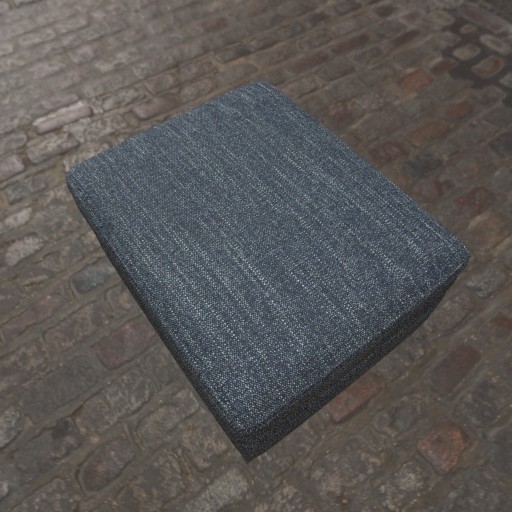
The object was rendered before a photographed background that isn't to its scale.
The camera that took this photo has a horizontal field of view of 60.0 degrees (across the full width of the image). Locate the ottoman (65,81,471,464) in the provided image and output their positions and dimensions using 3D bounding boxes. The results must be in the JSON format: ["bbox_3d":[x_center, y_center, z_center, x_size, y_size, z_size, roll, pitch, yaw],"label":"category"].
[{"bbox_3d":[0.000,0.000,1.222,0.667,0.491,0.814,-32,63,-19],"label":"ottoman"}]
